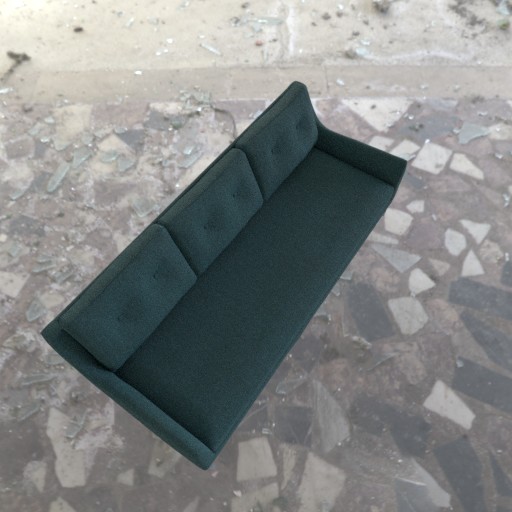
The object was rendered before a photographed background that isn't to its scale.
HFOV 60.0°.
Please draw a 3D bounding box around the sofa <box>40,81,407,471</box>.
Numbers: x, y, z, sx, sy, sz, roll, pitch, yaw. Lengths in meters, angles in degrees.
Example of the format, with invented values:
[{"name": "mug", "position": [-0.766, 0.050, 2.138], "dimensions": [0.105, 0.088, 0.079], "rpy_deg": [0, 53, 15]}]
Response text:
[{"name": "sofa", "position": [0.000, 0.000, 2.480], "dimensions": [0.849, 0.837, 2.060], "rpy_deg": [31, 64, 17]}]
